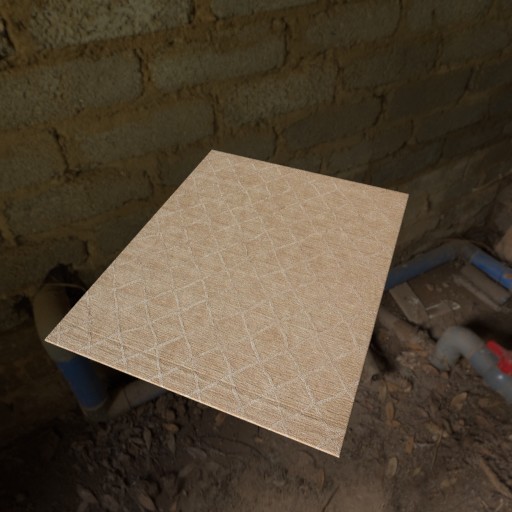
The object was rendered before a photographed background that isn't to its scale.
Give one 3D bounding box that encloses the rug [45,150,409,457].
[{"bbox_3d":[0.000,0.000,4.221,2.420,0.019,3.039,16,47,15],"label":"rug"}]
